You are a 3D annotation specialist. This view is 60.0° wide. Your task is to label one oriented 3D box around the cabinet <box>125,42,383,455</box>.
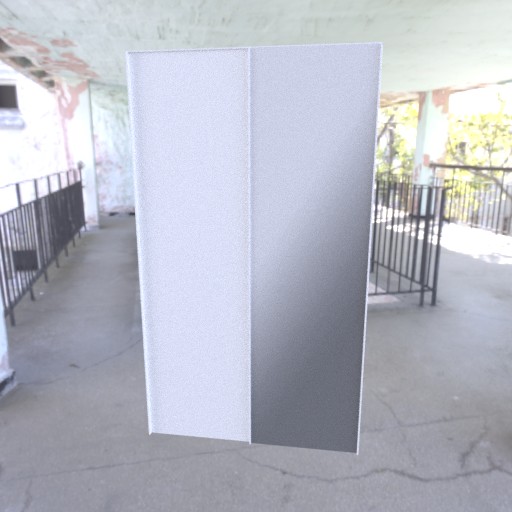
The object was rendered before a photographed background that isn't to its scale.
[{"bbox_3d":[0.000,0.000,2.583,1.250,2.160,0.480,2,13,8],"label":"cabinet"}]
